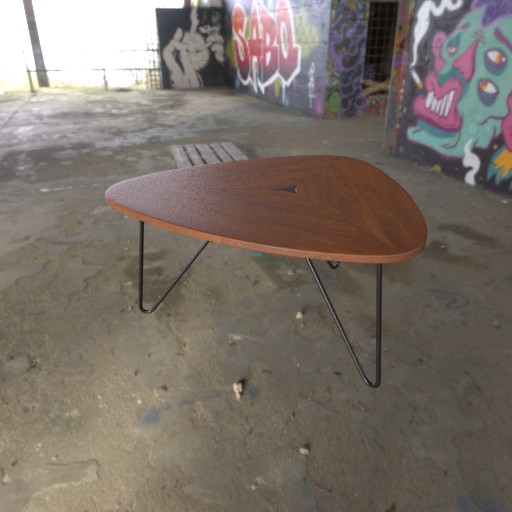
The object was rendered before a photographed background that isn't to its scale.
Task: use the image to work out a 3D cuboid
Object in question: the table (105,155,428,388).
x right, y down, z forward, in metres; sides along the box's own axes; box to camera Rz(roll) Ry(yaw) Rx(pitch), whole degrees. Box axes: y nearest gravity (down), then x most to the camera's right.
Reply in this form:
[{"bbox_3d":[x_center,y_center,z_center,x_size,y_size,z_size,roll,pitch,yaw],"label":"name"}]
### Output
[{"bbox_3d":[0.000,0.000,1.314,0.821,0.413,0.833,1,26,1],"label":"table"}]
